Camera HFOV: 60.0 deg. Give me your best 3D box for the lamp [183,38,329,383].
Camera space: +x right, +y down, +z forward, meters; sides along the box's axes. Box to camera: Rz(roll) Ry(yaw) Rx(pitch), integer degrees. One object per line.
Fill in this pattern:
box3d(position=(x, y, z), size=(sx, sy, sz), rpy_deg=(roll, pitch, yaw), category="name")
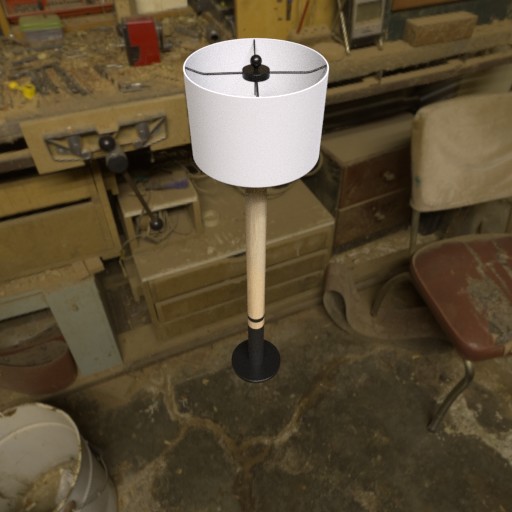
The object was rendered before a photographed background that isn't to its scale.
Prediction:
box3d(position=(0.000, 0.000, 1.672), size=(0.381, 1.478, 0.381), rpy_deg=(-16, 47, -15), category="lamp")
